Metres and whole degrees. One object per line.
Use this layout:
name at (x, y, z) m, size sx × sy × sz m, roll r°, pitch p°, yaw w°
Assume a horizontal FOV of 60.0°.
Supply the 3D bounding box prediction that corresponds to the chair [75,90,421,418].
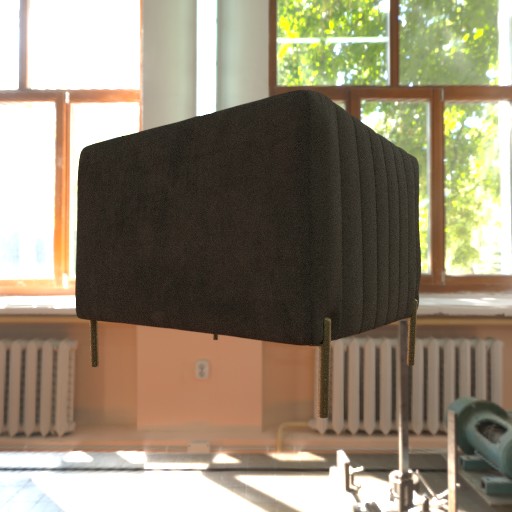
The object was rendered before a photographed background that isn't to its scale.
chair at (0.000, 0.000, 1.596) m, size 0.981 × 0.779 × 0.873 m, roll -1°, pitch -1°, yaw 35°
